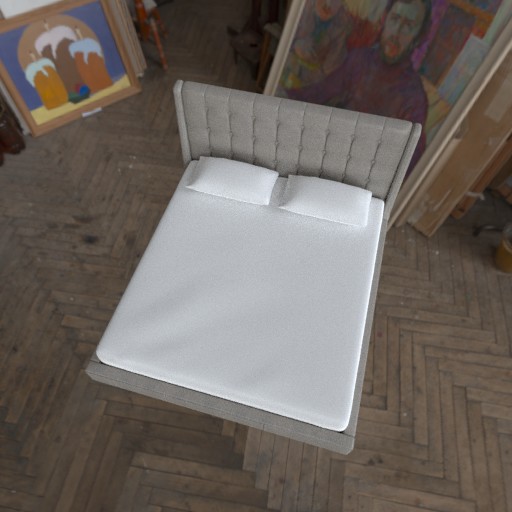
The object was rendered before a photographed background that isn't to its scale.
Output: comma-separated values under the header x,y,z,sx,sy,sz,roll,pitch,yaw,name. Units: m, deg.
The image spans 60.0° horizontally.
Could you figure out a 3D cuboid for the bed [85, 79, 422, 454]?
x,y,z,sx,sy,sz,roll,pitch,yaw,name
0.000,0.000,3.564,2.062,1.289,2.342,13,58,8,bed
